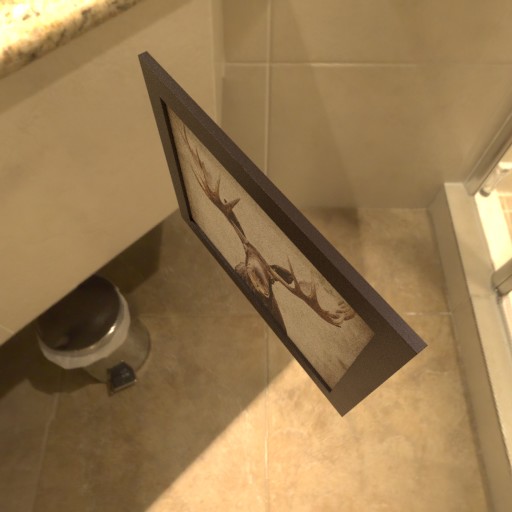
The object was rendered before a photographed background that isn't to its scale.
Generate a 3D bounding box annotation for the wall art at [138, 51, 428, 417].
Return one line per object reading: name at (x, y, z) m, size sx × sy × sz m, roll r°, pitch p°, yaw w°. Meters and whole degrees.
wall art at (0.000, 0.000, 1.612) m, size 0.034 × 0.952 × 1.207 m, roll -34°, pitch 67°, yaw -16°
